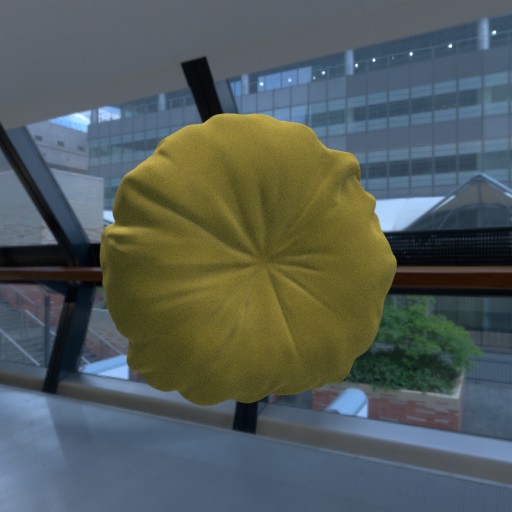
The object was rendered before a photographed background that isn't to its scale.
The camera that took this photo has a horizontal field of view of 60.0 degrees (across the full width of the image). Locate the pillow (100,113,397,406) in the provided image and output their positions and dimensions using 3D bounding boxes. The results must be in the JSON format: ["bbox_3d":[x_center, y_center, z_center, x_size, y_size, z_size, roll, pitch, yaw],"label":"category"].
[{"bbox_3d":[0.000,0.000,0.645,0.428,0.407,0.148,0,0,-18],"label":"pillow"}]
